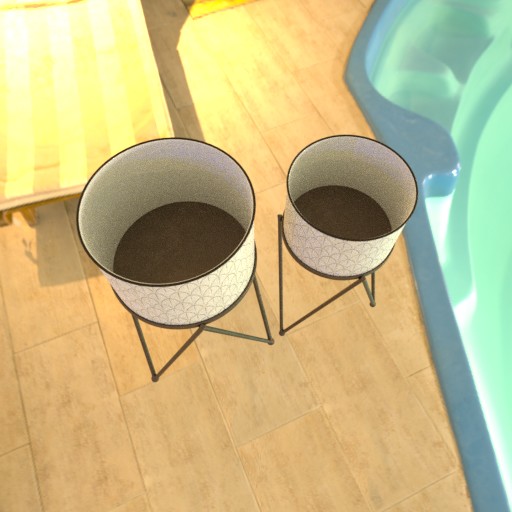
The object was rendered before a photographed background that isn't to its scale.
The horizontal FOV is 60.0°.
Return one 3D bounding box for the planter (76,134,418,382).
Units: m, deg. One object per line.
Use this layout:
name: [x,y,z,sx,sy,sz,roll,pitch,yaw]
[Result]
planter: [0.000,0.000,1.175,0.769,0.712,0.413,-16,63,-8]
